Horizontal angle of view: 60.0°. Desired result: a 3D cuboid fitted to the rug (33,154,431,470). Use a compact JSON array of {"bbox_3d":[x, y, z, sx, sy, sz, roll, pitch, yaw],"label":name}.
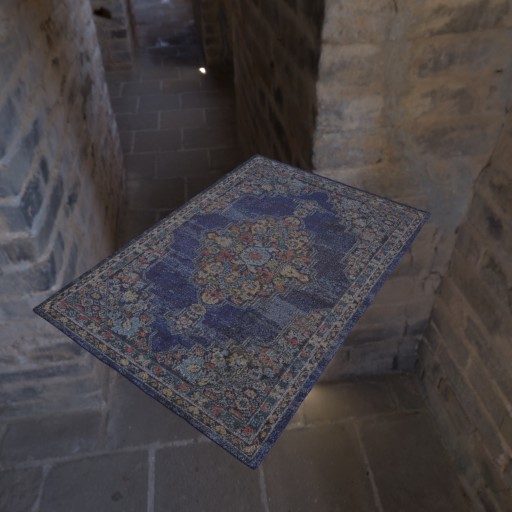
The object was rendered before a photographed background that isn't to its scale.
[{"bbox_3d":[0.000,0.000,3.769,2.053,0.011,2.940,25,47,26],"label":"rug"}]
